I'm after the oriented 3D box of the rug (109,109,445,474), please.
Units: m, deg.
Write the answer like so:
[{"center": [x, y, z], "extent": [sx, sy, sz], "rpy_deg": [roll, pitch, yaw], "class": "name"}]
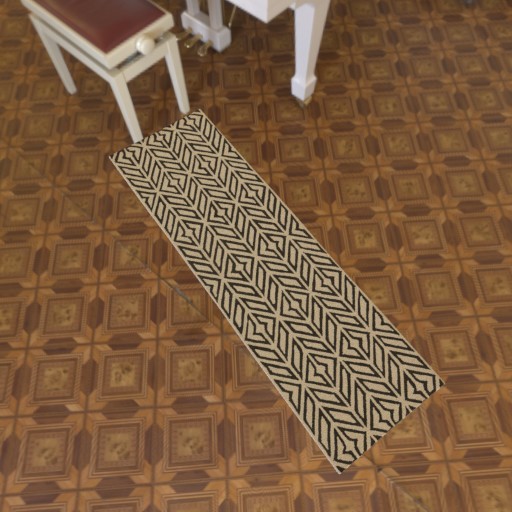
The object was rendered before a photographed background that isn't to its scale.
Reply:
[{"center": [0.000, 0.000, 2.723], "extent": [0.750, 0.009, 2.435], "rpy_deg": [-33, 68, -15], "class": "rug"}]
